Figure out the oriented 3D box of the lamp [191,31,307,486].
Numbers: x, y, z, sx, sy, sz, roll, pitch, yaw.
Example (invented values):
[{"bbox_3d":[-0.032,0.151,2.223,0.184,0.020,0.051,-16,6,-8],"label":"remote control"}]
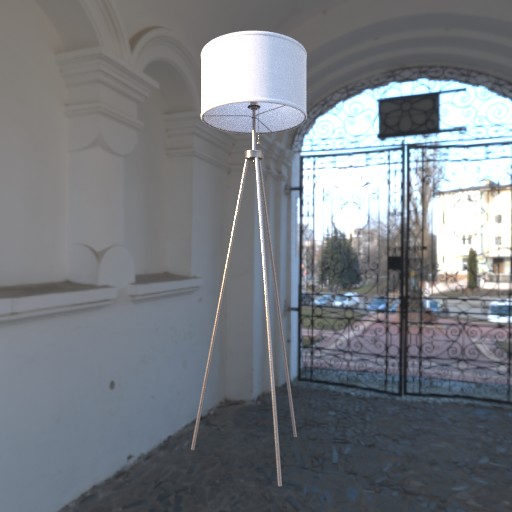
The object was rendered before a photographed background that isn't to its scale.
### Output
[{"bbox_3d":[0.000,0.000,1.746,0.448,1.545,0.458,0,0,36],"label":"lamp"}]
